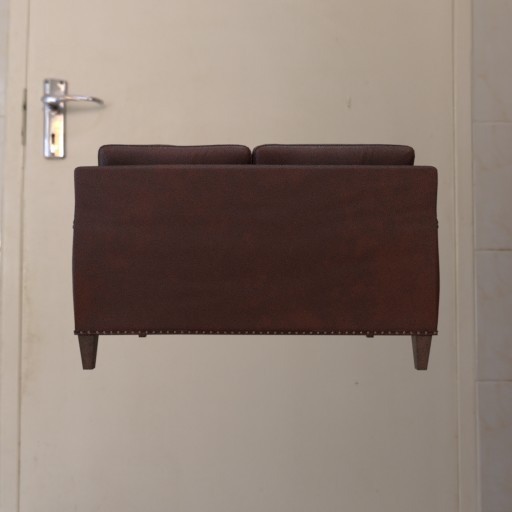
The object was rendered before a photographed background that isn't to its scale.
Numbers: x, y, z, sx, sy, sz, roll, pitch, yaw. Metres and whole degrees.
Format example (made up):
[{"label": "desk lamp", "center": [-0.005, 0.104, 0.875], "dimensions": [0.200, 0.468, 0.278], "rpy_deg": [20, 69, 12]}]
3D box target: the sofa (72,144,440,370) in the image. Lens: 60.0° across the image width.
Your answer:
[{"label": "sofa", "center": [0.000, 0.000, 2.344], "dimensions": [1.628, 1.003, 1.083], "rpy_deg": [0, -2, 0]}]
